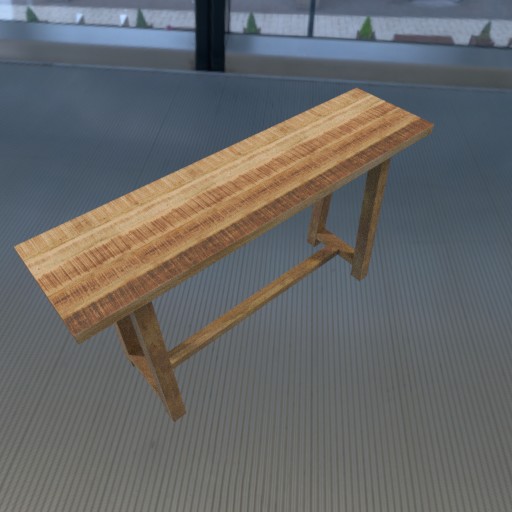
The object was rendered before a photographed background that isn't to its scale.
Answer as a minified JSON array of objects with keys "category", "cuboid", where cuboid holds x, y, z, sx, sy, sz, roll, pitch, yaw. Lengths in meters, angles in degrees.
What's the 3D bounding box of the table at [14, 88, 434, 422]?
[{"category":"table","cuboid":[0.000,0.000,1.829,1.524,0.810,0.405,-32,55,-26]}]
